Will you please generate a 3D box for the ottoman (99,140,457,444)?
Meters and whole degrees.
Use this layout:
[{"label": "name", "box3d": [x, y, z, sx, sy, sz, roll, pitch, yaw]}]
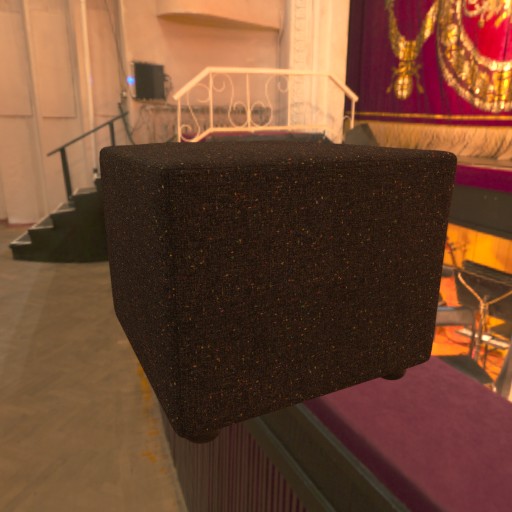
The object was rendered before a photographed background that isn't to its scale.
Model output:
[{"label": "ottoman", "box3d": [0.000, 0.000, 0.876, 0.508, 0.432, 0.508, -8, 18, -26]}]
